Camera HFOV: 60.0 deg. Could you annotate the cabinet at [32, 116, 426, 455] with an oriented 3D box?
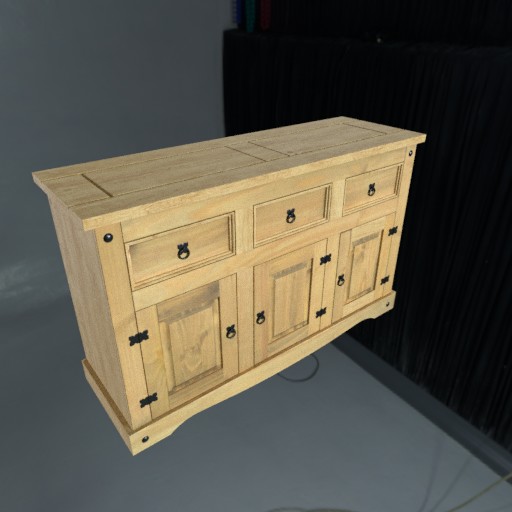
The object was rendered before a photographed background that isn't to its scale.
[{"bbox_3d":[0.000,0.000,1.692,1.321,0.810,0.432,-20,35,-33],"label":"cabinet"}]
